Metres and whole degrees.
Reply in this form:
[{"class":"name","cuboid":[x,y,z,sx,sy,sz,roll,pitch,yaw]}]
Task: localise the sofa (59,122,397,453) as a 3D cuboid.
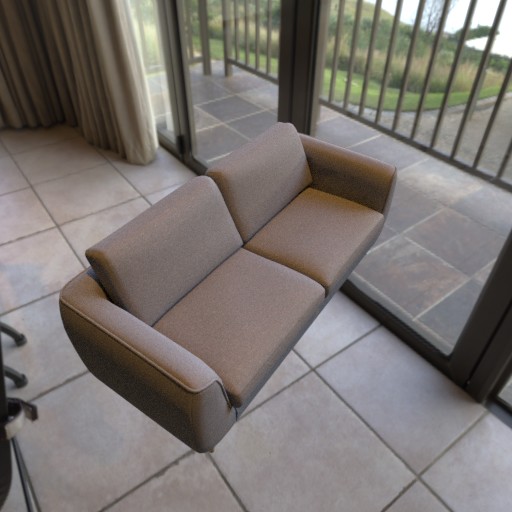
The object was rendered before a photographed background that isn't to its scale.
[{"class":"sofa","cuboid":[0.000,0.000,2.547,0.920,0.870,2.000,25,47,25]}]
